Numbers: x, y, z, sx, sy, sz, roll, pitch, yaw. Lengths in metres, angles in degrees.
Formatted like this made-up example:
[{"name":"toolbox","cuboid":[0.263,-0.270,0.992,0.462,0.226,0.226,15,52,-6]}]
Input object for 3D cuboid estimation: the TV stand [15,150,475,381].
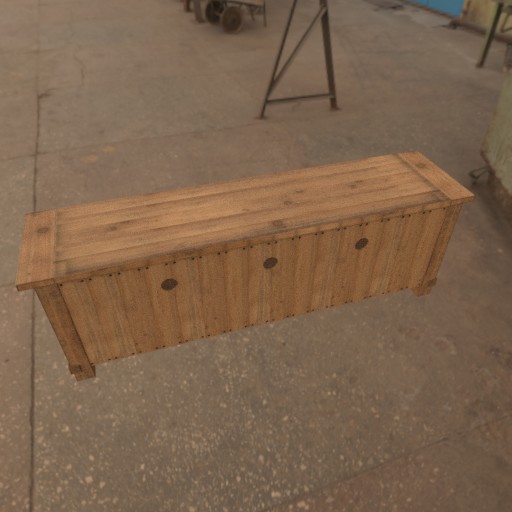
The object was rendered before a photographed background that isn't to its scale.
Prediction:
[{"name":"TV stand","cuboid":[0.000,0.000,2.011,1.804,0.573,0.453,-12,42,-13]}]
